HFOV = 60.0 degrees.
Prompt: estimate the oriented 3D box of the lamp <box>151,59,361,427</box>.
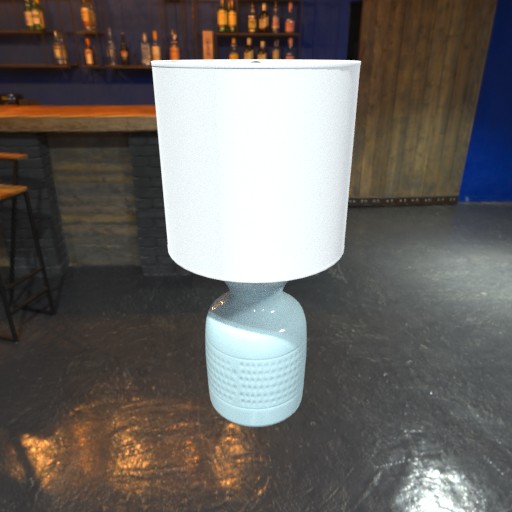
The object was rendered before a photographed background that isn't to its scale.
[{"bbox_3d":[0.000,0.000,1.082,0.418,0.871,0.418,0,25,1],"label":"lamp"}]
